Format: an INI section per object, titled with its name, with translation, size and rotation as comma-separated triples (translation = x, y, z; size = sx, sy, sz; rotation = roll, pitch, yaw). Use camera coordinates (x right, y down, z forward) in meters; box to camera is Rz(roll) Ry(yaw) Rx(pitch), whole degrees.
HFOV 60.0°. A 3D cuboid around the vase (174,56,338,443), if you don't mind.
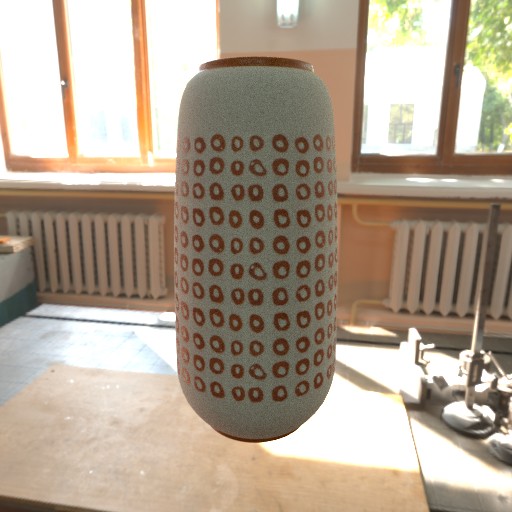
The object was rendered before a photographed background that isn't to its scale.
[vase]
translation = 0.000, 0.000, 0.355
size = 0.133, 0.282, 0.133
rotation = 0, 14, 0
